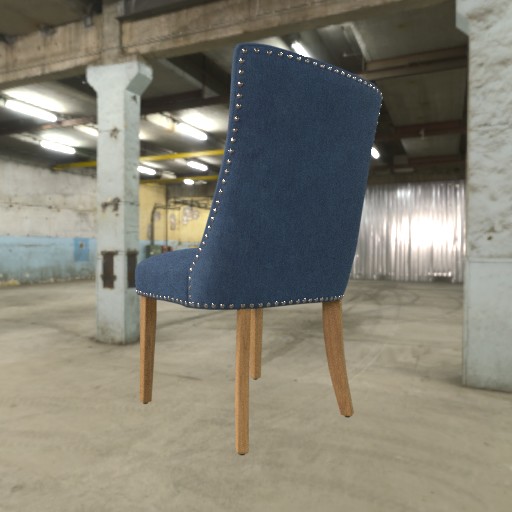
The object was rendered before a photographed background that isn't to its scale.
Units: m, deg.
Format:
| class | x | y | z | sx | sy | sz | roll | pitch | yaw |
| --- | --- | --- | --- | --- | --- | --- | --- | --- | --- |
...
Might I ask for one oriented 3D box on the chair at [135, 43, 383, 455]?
| class | x | y | z | sx | sy | sz | roll | pitch | yaw |
| --- | --- | --- | --- | --- | --- | --- | --- | --- | --- |
| chair | 0.000 | 0.000 | 1.258 | 0.495 | 0.902 | 0.610 | 0 | 0 | -38 |
